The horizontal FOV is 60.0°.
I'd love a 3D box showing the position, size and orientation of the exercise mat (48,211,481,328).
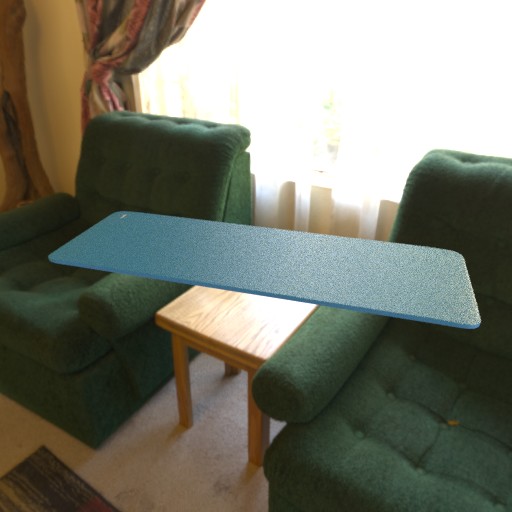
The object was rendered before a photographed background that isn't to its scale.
[{"bbox_3d":[0.000,0.000,2.074,1.869,0.021,0.616,8,29,14],"label":"exercise mat"}]
